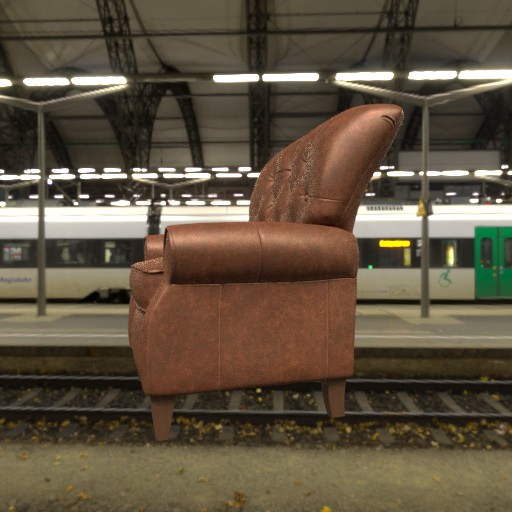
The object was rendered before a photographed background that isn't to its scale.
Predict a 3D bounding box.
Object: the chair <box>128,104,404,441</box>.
[{"bbox_3d":[0.000,0.000,1.879,1.031,1.162,0.979,0,0,-19],"label":"chair"}]
